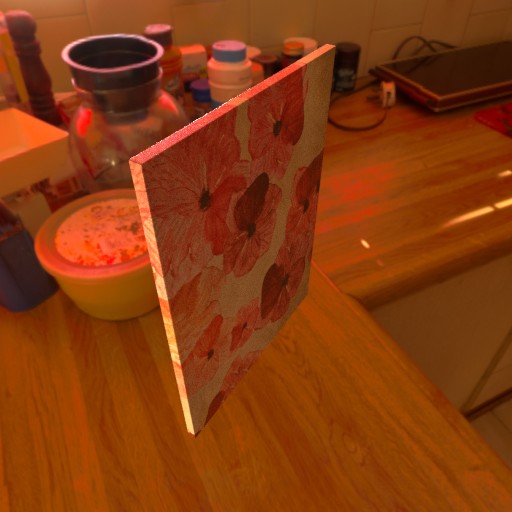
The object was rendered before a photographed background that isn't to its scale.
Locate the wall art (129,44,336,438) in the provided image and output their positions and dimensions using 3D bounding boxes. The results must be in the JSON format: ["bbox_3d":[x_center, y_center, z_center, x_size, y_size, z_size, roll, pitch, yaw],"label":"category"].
[{"bbox_3d":[0.000,0.000,1.343,0.031,1.015,0.762,24,47,24],"label":"wall art"}]
